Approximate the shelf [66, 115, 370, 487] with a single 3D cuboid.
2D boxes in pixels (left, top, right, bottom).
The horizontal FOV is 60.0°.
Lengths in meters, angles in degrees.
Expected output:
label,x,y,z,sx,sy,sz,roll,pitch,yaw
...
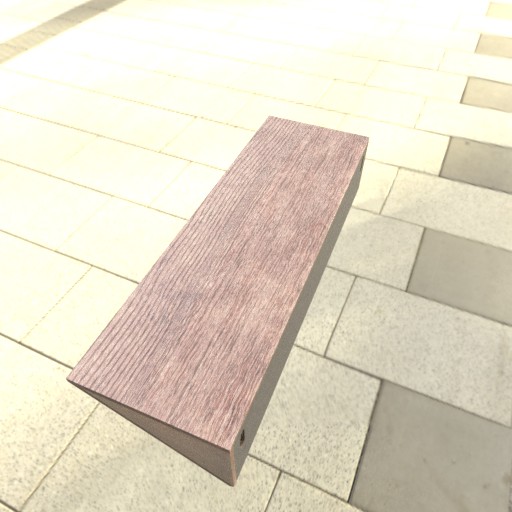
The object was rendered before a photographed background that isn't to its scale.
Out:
label,x,y,z,sx,sy,sz,roll,pitch,yaw
shelf,0.000,0.000,0.700,0.200,0.125,0.610,17,49,15
